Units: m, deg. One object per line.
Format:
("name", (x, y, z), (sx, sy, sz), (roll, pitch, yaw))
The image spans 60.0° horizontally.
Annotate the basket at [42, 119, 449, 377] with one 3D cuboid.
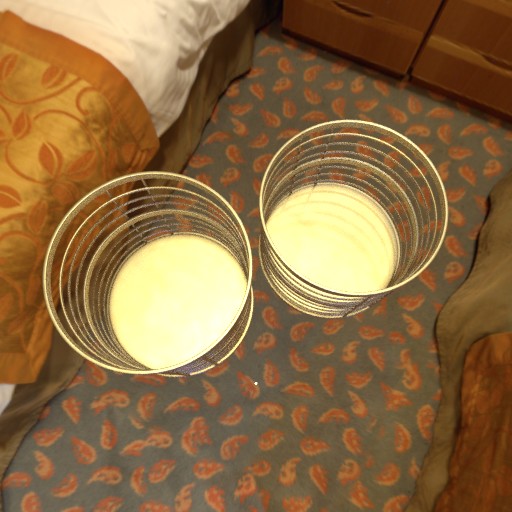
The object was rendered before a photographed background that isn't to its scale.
("basket", (0.000, 0.000, 0.937), (0.746, 0.351, 0.356), (-20, 75, -6))
